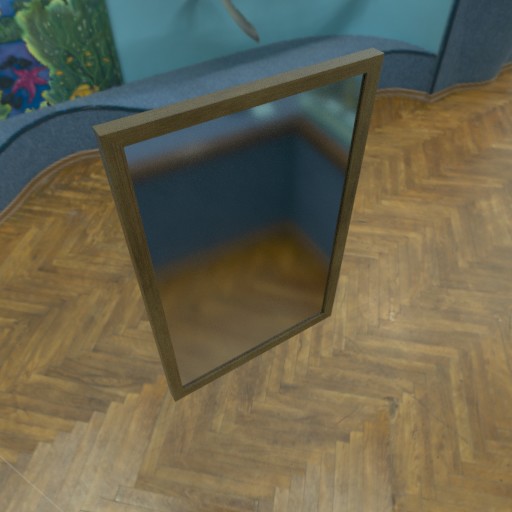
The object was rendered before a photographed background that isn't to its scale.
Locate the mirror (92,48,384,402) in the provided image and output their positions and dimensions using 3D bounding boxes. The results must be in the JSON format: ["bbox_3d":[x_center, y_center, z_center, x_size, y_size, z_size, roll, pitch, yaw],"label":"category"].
[{"bbox_3d":[0.000,0.000,1.151,0.609,0.915,0.040,-24,51,-22],"label":"mirror"}]
